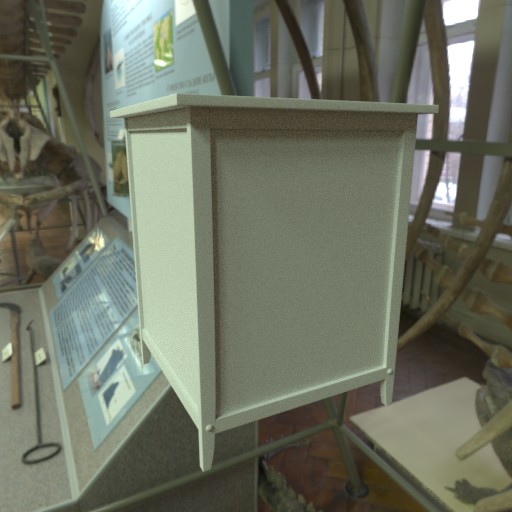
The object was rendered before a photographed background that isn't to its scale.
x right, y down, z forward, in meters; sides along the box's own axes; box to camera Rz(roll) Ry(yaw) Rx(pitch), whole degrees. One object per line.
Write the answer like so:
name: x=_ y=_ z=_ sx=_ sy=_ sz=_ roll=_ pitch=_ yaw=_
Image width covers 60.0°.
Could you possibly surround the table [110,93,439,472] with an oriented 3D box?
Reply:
table: x=0.000 y=0.000 z=0.762 sx=0.381 sy=0.483 sz=0.381 roll=-8 pitch=17 yaw=-26
